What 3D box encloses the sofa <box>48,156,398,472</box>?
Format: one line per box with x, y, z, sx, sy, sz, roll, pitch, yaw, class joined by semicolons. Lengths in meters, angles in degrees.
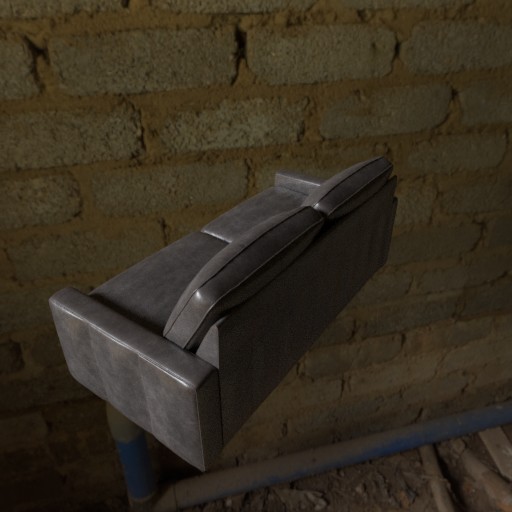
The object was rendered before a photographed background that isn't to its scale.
0.000;0.000;2.593;0.939;0.916;2.081;21;37;30;sofa
